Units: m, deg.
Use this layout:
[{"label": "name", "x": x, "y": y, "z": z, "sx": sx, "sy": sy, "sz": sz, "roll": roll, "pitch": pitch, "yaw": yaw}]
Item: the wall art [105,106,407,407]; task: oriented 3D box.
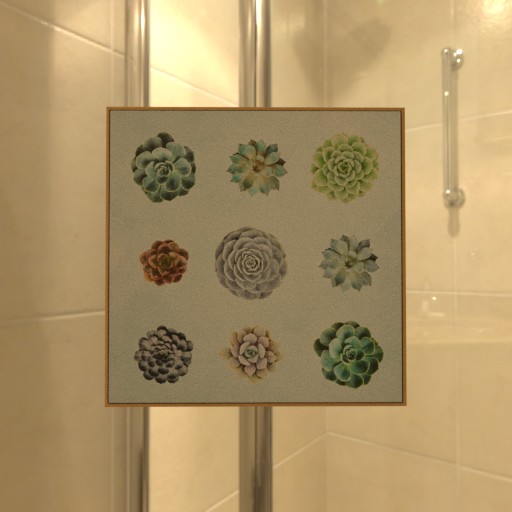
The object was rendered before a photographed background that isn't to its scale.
[{"label": "wall art", "x": 0.000, "y": 0.000, "z": 0.679, "sx": 0.457, "sy": 0.455, "sz": 0.013, "roll": 0, "pitch": -1, "yaw": -1}]
